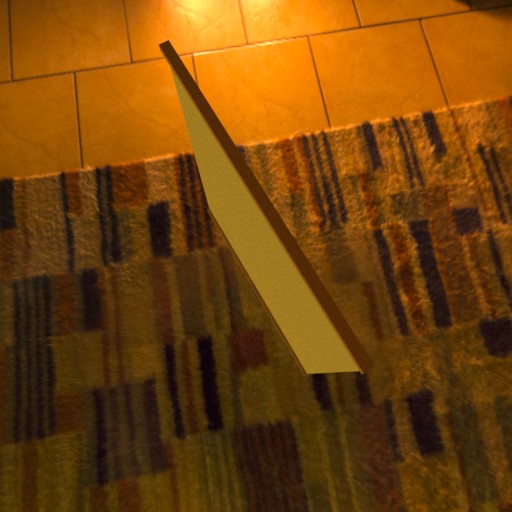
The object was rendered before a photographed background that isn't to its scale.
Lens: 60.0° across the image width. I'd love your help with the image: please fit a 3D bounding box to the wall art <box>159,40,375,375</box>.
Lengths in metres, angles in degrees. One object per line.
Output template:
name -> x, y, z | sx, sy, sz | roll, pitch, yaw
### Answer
wall art -> 0.000, 0.000, 0.687 | 0.012, 0.508, 0.405 | -29, 77, -8
